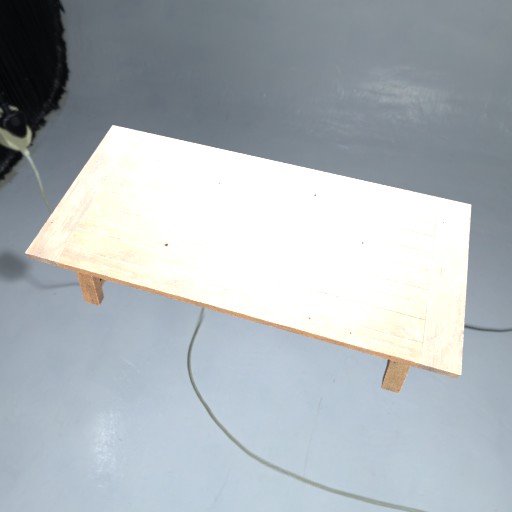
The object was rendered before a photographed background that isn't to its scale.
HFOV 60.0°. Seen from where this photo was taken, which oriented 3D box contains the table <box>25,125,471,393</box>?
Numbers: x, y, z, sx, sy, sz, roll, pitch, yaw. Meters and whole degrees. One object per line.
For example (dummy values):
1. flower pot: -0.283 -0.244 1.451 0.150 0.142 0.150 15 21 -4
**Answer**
1. table: 0.000 0.000 2.146 1.800 0.465 0.820 14 59 9
